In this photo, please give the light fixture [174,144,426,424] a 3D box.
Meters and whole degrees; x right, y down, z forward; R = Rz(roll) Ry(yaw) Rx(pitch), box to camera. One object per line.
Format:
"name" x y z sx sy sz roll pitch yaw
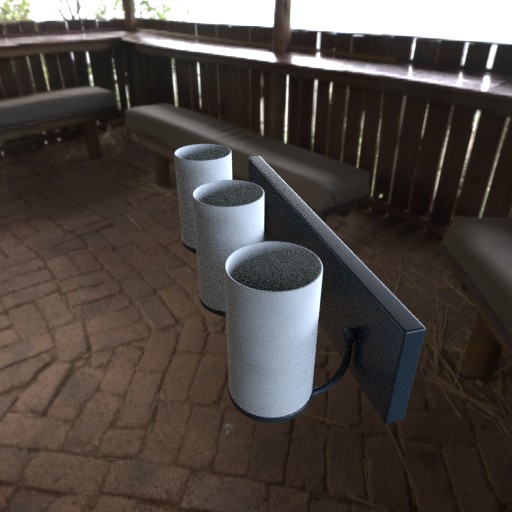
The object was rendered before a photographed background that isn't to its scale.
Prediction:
"light fixture" 0.000 0.000 0.538 0.145 0.172 0.451 -8 31 -14
